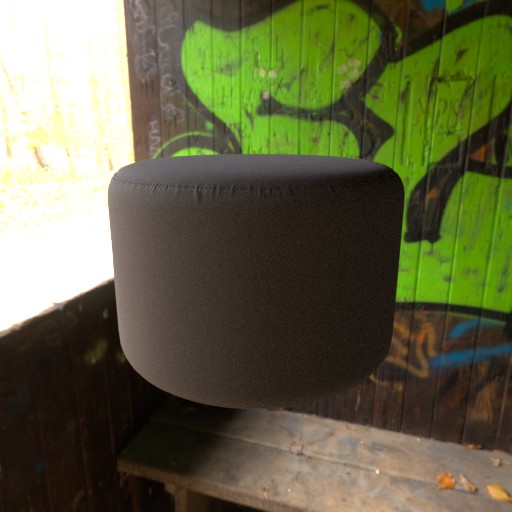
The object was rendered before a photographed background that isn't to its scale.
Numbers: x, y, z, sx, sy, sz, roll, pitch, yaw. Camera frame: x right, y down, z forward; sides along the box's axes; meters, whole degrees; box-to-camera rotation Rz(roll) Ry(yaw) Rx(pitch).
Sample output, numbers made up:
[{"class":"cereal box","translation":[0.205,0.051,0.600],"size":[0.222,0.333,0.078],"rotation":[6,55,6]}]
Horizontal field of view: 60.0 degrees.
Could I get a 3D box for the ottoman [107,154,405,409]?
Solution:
[{"class":"ottoman","translation":[0.000,0.000,0.989],"size":[0.608,0.433,0.608],"rotation":[0,15,0]}]
